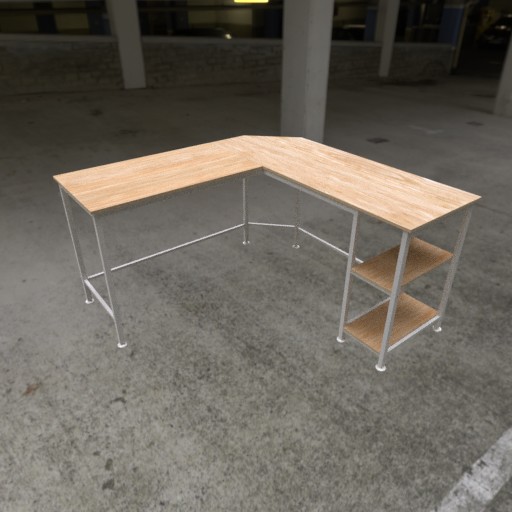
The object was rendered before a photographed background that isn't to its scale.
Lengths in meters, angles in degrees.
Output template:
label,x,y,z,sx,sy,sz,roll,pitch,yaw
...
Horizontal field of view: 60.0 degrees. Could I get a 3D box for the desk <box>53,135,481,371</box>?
label,x,y,z,sx,sy,sz,roll,pitch,yaw
desk,0.000,0.000,2.195,1.379,0.739,1.379,-22,37,-32
